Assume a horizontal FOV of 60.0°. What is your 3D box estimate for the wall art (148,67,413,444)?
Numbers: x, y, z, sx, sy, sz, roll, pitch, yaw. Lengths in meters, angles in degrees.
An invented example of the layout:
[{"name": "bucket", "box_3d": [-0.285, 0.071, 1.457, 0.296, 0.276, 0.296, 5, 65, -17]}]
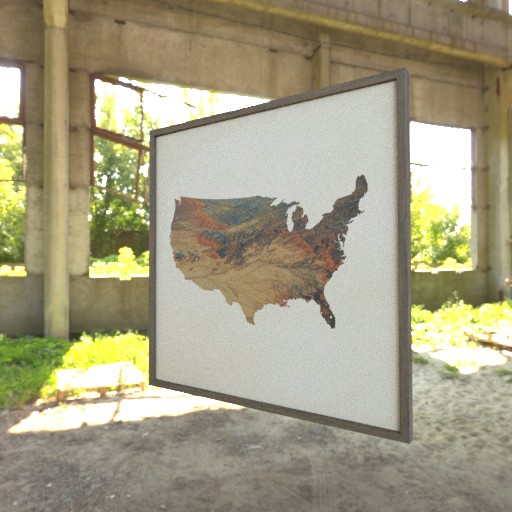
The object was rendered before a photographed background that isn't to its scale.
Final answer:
[{"name": "wall art", "box_3d": [0.000, 0.000, 0.746, 0.508, 0.507, 0.016, -1, -1, 35]}]
